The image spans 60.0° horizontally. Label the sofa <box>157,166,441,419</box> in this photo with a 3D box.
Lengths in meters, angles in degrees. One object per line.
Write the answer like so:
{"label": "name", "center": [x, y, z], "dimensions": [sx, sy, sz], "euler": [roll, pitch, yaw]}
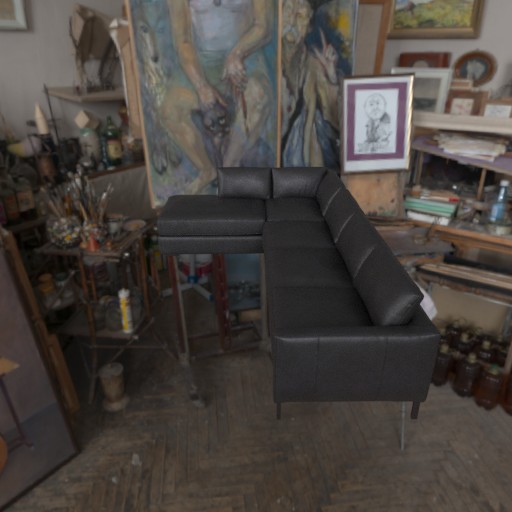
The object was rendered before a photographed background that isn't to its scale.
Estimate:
{"label": "sofa", "center": [0.000, 0.000, 3.782], "dimensions": [1.938, 0.877, 2.984], "euler": [0, 25, -1]}
